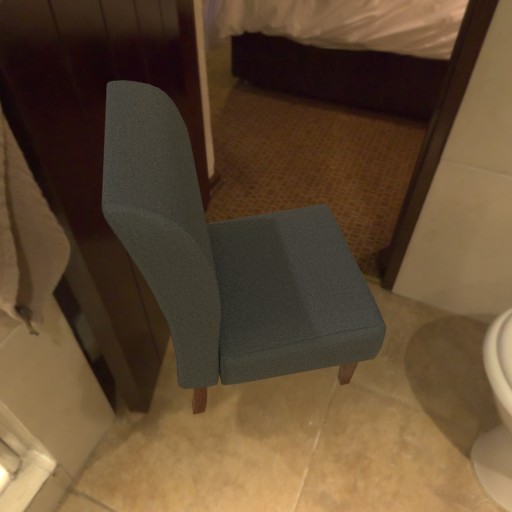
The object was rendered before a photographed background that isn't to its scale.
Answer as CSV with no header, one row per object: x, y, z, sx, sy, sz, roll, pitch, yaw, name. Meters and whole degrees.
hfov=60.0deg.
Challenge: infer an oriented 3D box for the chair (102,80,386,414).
0.000,0.000,1.162,0.592,0.804,0.513,-10,48,-9,chair
